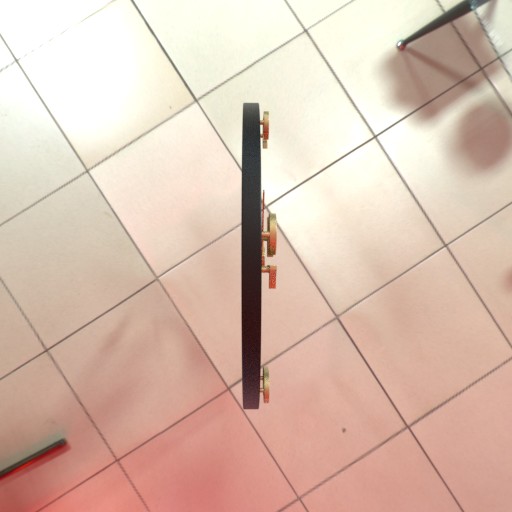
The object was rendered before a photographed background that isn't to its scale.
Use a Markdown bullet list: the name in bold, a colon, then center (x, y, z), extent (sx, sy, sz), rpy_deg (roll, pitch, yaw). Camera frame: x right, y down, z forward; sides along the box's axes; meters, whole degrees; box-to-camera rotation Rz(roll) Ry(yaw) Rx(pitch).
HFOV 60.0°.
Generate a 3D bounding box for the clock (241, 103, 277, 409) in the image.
- **clock**: center (0.000, 0.000, 0.694), extent (0.038, 0.454, 0.454), rpy_deg (0, 89, -1)
